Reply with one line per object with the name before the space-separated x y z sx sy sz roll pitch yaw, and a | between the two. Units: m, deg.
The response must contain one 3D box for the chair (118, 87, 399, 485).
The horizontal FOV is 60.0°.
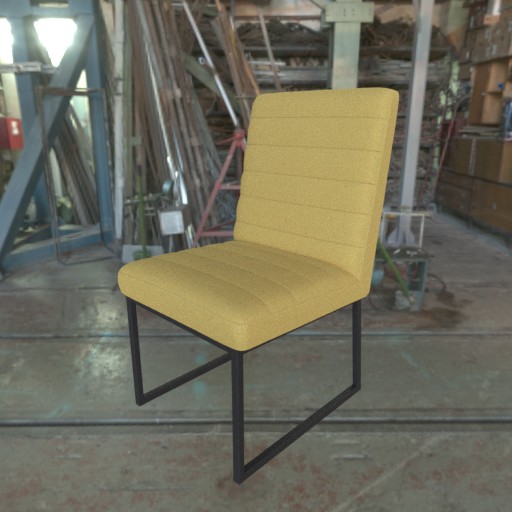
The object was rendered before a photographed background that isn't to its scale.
chair | 0.000 0.000 1.294 0.520 0.930 0.634 16 23 42
